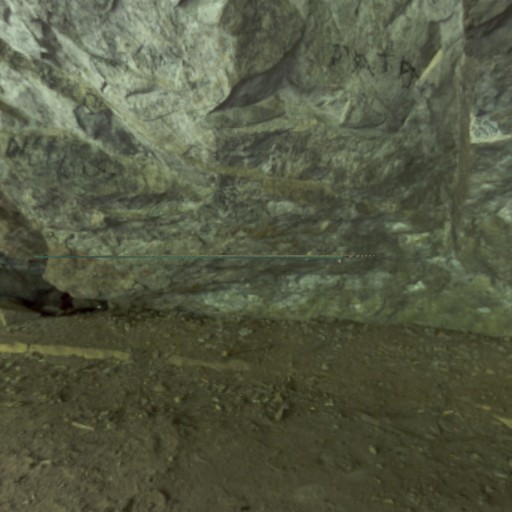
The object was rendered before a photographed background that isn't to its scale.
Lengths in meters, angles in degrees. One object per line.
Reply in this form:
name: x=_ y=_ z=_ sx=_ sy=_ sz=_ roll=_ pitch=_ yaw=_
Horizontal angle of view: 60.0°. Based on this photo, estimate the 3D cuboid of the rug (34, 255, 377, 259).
rug: x=0.000 y=0.000 z=3.123 sx=1.520 sy=0.011 sz=2.447 roll=0 pitch=0 yaw=18
